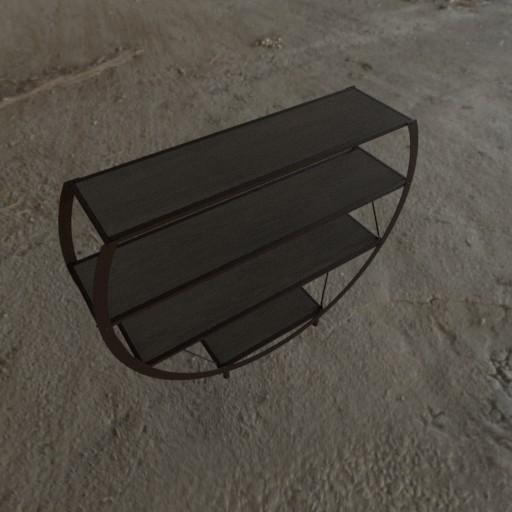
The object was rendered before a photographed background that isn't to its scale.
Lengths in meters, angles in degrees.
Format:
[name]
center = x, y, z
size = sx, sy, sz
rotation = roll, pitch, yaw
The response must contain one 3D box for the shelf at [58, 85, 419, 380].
[shelf]
center = 0.000, 0.000, 1.898
size = 1.403, 1.063, 0.344
rotation = -26, 51, -23
